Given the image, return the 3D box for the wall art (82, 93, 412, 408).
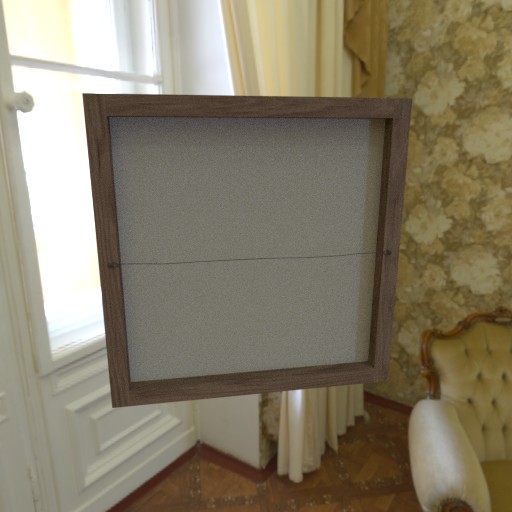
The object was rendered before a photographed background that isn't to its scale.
[{"bbox_3d":[0.000,0.000,0.903,0.609,0.613,0.041,-3,15,-10],"label":"wall art"}]
